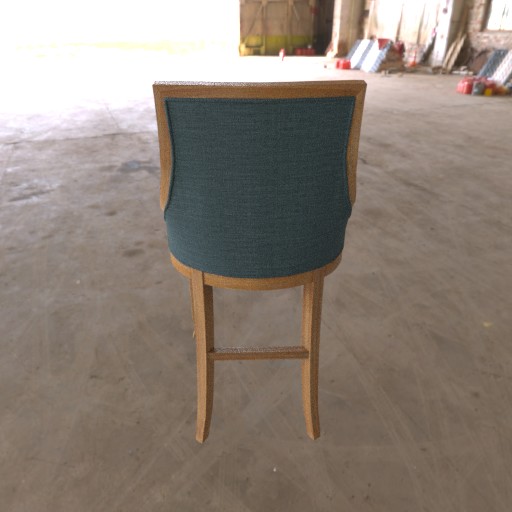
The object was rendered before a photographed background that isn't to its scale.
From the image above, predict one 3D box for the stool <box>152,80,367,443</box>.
[{"bbox_3d":[0.000,0.000,1.401,0.524,1.101,0.626,-1,28,-2],"label":"stool"}]
